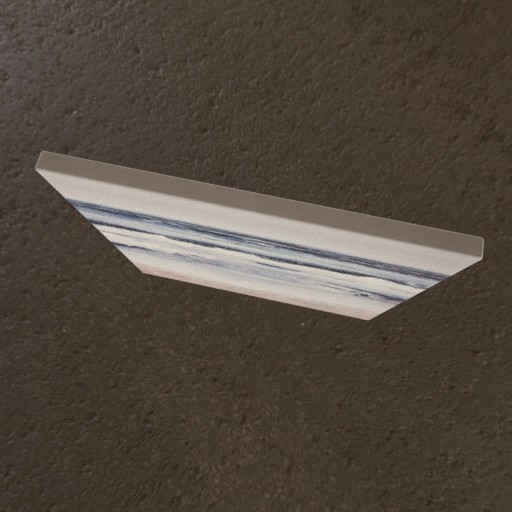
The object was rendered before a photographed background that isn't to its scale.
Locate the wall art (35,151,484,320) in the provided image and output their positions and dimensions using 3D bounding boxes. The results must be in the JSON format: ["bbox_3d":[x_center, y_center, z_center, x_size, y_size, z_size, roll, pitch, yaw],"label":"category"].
[{"bbox_3d":[0.000,0.000,1.096,0.755,0.747,0.065,12,75,3],"label":"wall art"}]
